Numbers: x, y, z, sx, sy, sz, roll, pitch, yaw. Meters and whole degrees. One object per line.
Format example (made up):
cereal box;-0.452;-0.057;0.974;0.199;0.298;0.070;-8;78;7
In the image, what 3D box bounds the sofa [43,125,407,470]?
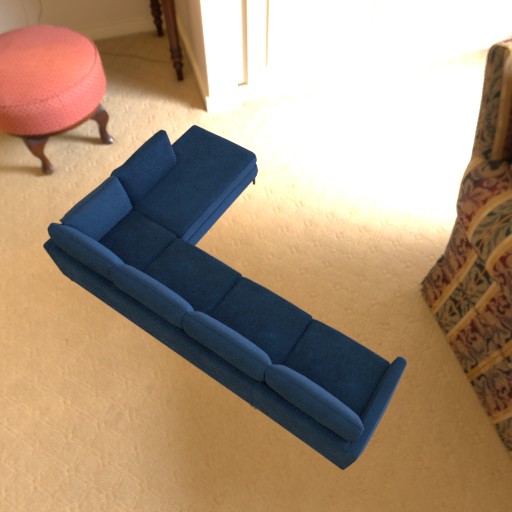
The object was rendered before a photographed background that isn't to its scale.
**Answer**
sofa;0.000;0.000;3.212;2.486;0.687;1.707;30;62;18
